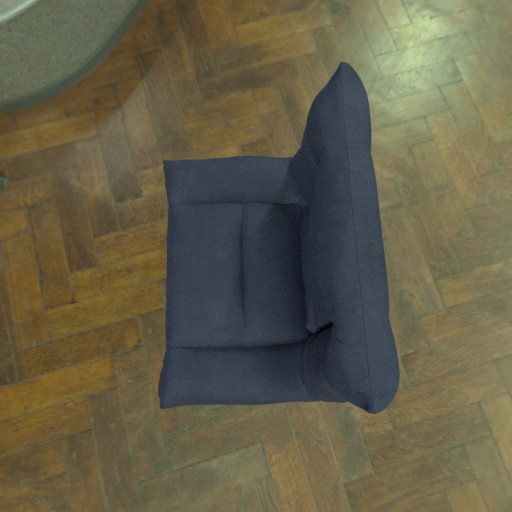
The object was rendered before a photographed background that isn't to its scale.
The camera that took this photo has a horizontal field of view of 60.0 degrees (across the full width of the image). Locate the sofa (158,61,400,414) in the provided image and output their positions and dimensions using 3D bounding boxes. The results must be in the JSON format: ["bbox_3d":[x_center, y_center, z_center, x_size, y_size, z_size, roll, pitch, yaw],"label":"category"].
[{"bbox_3d":[0.000,0.000,1.691,0.849,0.778,1.122,-2,75,-1],"label":"sofa"}]
